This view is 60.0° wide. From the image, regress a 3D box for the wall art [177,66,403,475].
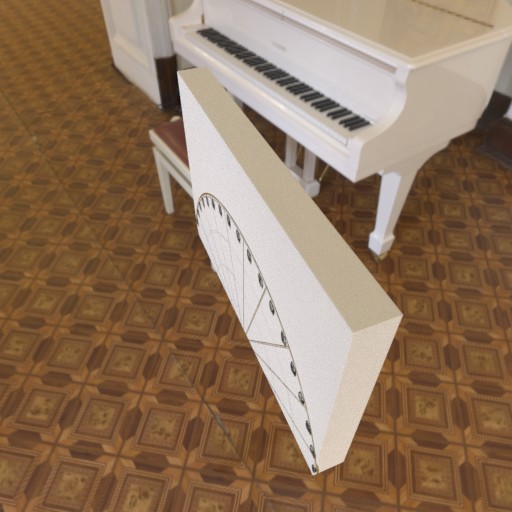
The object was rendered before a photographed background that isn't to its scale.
[{"bbox_3d":[0.000,0.000,0.480,0.039,0.254,0.384,-16,49,-15],"label":"wall art"}]
